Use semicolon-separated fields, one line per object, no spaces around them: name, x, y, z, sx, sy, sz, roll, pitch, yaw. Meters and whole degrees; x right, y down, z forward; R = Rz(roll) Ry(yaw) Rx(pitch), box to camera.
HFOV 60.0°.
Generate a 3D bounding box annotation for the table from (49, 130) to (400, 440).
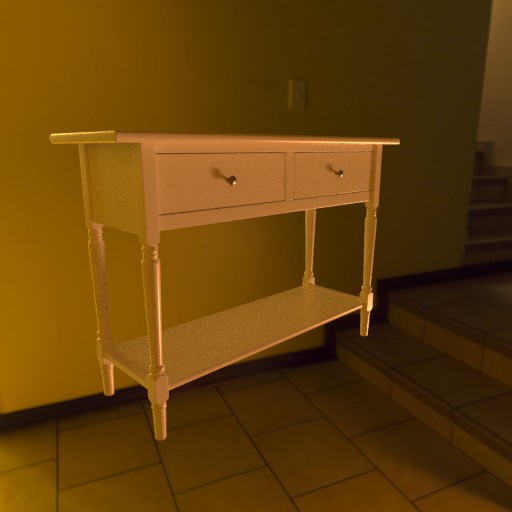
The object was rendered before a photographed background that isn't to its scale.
table;0.000;0.000;1.564;1.191;0.814;0.386;-13;19;-42
